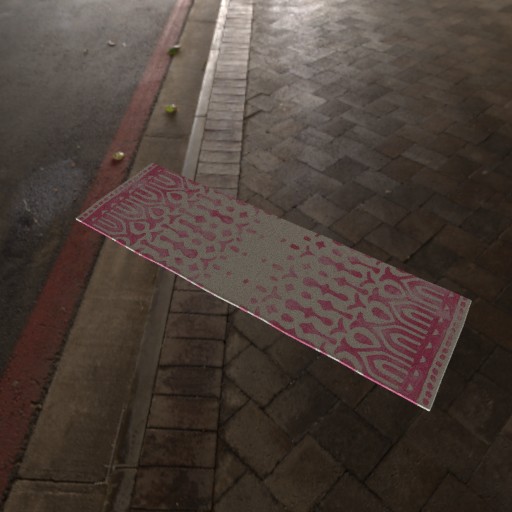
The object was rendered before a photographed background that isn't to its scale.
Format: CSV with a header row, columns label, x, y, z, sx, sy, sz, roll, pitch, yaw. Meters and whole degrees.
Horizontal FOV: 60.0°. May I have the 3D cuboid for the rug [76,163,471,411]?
label,x,y,z,sx,sy,sz,roll,pitch,yaw
rug,0.000,0.000,2.759,2.458,0.011,0.787,26,51,23
